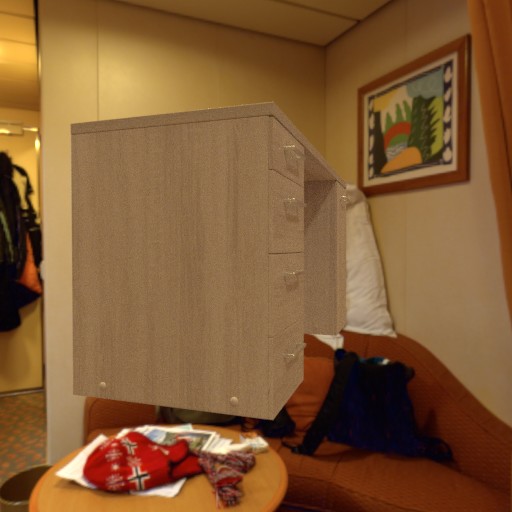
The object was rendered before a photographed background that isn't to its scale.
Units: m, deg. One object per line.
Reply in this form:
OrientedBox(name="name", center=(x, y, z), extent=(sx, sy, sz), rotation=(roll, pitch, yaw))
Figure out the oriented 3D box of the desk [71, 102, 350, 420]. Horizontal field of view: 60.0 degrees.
OrientedBox(name="desk", center=(0.000, 0.000, 1.771), extent=(0.600, 0.740, 1.390), rotation=(0, 1, 18))
